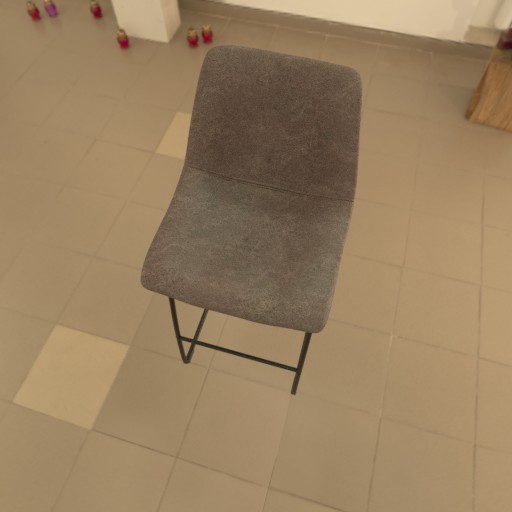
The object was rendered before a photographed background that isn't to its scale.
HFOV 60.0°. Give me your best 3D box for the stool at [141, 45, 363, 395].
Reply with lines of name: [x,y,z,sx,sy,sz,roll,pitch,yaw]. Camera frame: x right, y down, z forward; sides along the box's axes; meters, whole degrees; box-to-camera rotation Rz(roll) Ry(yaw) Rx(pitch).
stool: [0.000,0.000,1.418,0.514,1.082,0.561,14,59,8]
